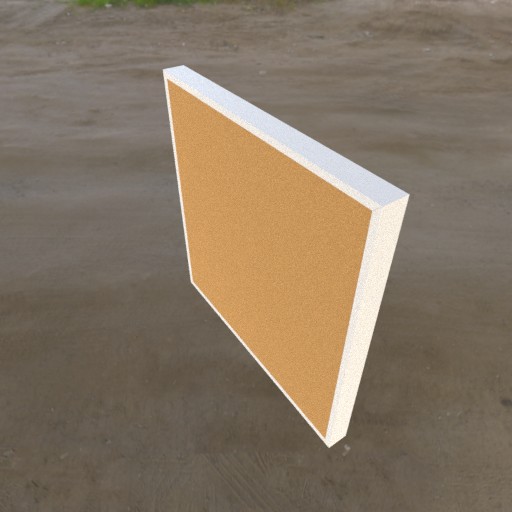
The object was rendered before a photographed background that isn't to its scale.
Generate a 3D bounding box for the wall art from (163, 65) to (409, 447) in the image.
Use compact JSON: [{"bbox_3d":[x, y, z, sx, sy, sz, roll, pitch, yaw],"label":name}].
[{"bbox_3d":[0.000,0.000,0.467,0.024,0.304,0.304,-24,46,-26],"label":"wall art"}]
